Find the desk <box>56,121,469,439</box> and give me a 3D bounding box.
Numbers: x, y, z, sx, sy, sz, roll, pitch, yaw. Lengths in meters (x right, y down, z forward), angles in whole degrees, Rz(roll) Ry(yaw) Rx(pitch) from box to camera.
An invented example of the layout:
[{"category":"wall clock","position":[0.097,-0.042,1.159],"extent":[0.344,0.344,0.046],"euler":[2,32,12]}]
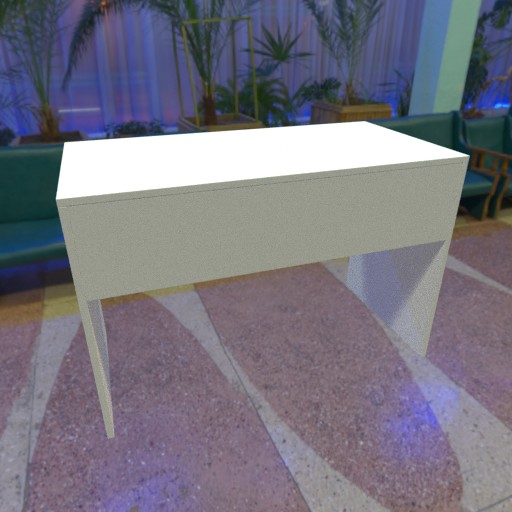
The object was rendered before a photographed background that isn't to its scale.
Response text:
[{"category":"desk","position":[0.000,0.000,1.508],"extent":[1.100,0.730,0.560],"euler":[-9,29,-17]}]
